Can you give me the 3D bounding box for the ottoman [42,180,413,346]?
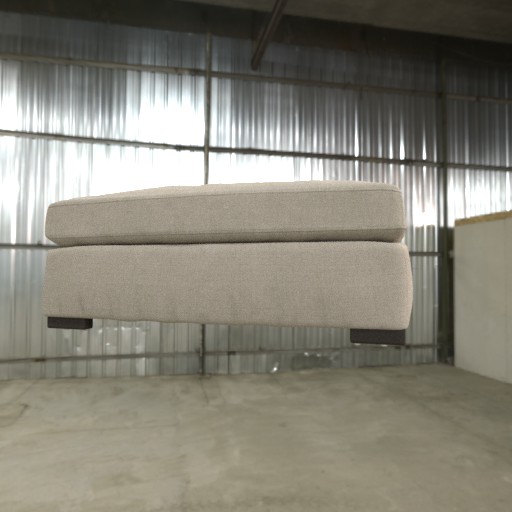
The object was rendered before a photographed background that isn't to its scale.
[{"bbox_3d":[0.000,0.000,1.861,1.203,0.517,1.171,0,-2,17],"label":"ottoman"}]
